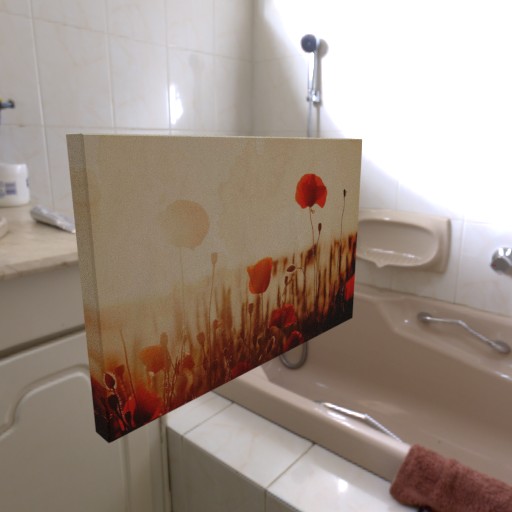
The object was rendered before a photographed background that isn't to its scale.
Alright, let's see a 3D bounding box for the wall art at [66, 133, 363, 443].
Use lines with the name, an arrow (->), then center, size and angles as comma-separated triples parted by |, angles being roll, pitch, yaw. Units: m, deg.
wall art -> 0.000, 0.000, 0.774 | 0.040, 0.402, 0.613 | 13, 19, 42
